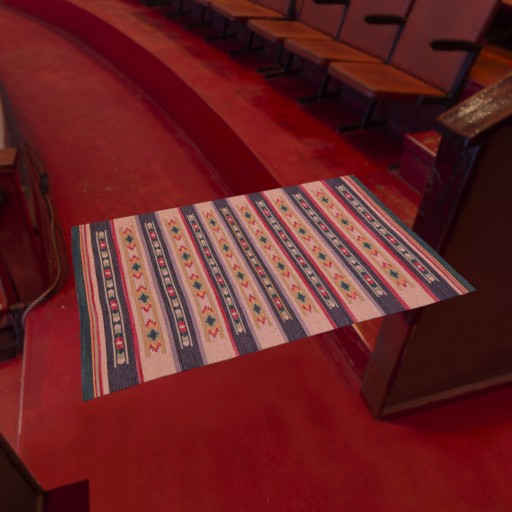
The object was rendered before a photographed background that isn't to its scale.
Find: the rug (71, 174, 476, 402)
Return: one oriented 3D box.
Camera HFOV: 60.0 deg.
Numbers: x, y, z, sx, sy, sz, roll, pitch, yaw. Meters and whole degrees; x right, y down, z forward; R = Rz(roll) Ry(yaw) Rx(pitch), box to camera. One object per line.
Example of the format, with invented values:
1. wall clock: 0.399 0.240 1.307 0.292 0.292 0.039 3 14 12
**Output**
1. rug: 0.000 0.000 2.953 2.311 0.010 1.522 -13 41 -15
